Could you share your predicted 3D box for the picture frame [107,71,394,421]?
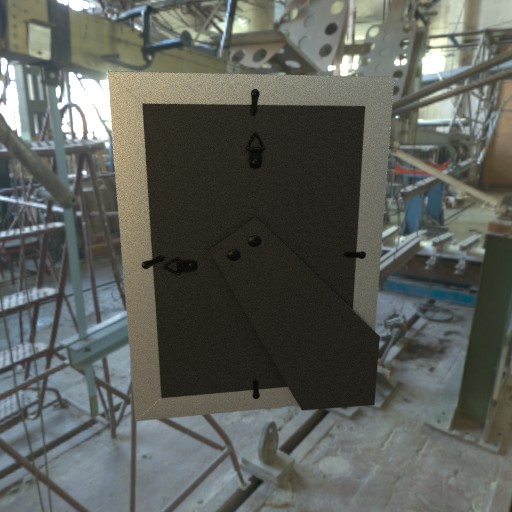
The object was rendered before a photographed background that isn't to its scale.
[{"bbox_3d":[0.000,0.000,0.273,0.157,0.208,0.028,-2,15,-9],"label":"picture frame"}]
